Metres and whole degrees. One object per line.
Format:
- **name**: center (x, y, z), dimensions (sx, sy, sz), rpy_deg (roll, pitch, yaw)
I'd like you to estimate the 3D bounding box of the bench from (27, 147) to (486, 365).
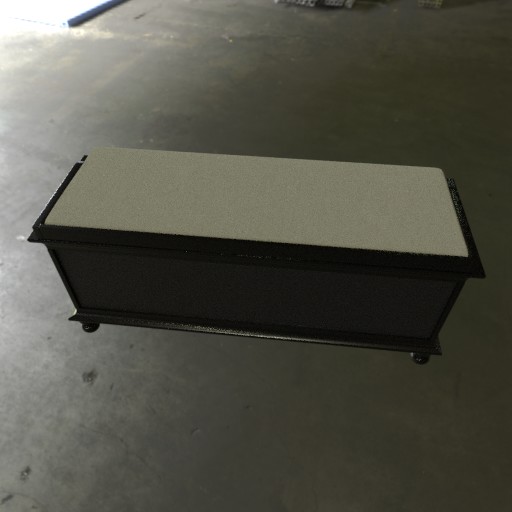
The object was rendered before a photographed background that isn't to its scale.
- **bench**: center (0.000, 0.000, 1.418), dimensions (1.185, 0.501, 0.402), rpy_deg (5, 46, 4)
